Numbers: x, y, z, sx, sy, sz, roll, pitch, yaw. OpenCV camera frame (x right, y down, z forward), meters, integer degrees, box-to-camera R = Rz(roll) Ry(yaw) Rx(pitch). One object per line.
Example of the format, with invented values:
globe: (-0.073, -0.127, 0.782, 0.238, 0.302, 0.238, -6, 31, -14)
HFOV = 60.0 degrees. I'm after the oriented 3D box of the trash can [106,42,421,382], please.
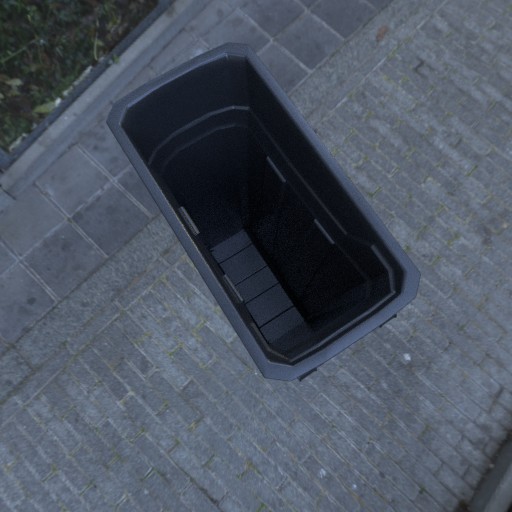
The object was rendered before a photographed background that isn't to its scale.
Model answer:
trash can: (0.000, 0.000, 1.067, 0.281, 0.762, 0.559, -32, 77, -8)
